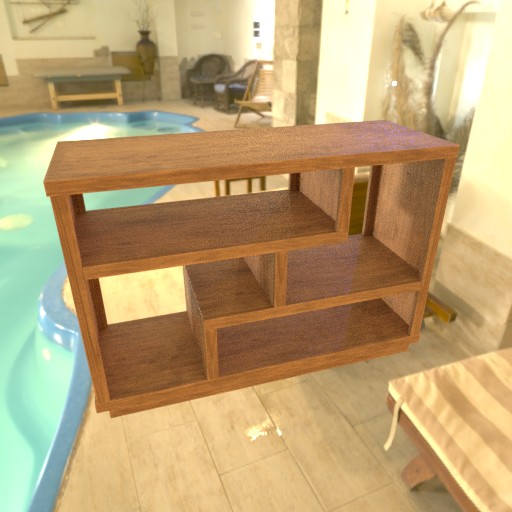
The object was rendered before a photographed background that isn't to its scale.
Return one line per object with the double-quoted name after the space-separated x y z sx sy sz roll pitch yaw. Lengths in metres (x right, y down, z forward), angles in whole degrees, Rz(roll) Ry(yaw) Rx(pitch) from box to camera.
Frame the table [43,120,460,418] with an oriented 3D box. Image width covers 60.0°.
0.000 0.000 1.519 1.151 0.771 0.410 -8 29 -15 "table"
